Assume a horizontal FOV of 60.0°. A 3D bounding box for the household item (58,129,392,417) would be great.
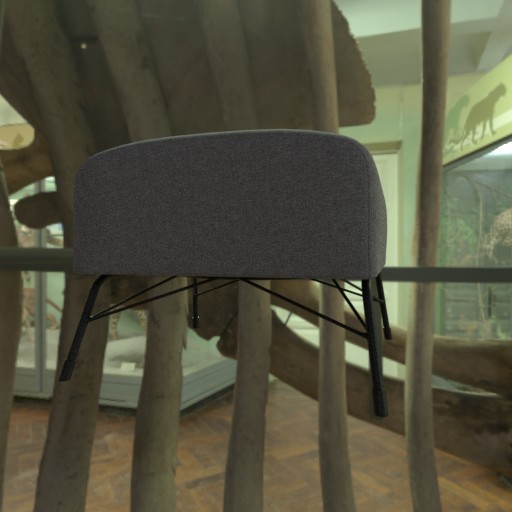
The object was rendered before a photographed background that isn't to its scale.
[{"bbox_3d":[0.000,0.000,0.906,0.530,0.410,0.530,0,1,18],"label":"household item"}]
